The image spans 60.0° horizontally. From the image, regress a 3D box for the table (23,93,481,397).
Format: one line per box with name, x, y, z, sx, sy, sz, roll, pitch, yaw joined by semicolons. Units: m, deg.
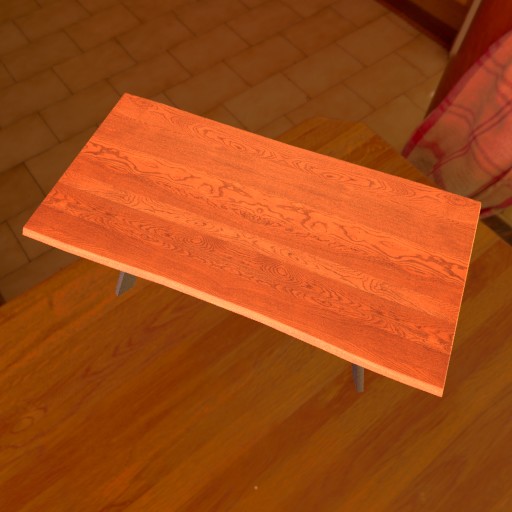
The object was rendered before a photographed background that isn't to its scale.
table;0.000;0.000;2.246;1.800;0.770;0.900;20;64;10
